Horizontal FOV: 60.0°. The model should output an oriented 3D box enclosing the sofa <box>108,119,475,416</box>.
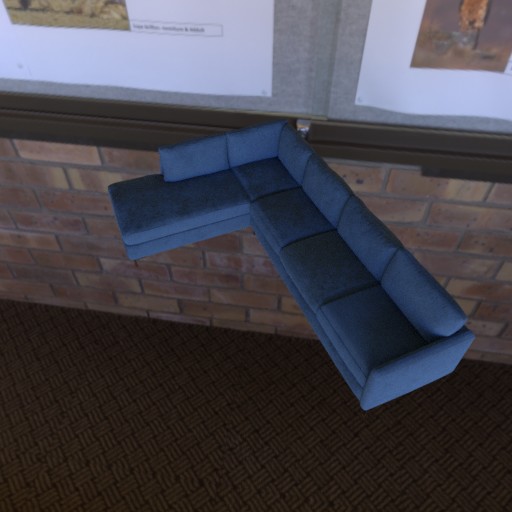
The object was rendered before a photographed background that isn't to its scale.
[{"bbox_3d":[0.000,0.000,3.771,2.007,0.815,2.949,-17,49,-16],"label":"sofa"}]
